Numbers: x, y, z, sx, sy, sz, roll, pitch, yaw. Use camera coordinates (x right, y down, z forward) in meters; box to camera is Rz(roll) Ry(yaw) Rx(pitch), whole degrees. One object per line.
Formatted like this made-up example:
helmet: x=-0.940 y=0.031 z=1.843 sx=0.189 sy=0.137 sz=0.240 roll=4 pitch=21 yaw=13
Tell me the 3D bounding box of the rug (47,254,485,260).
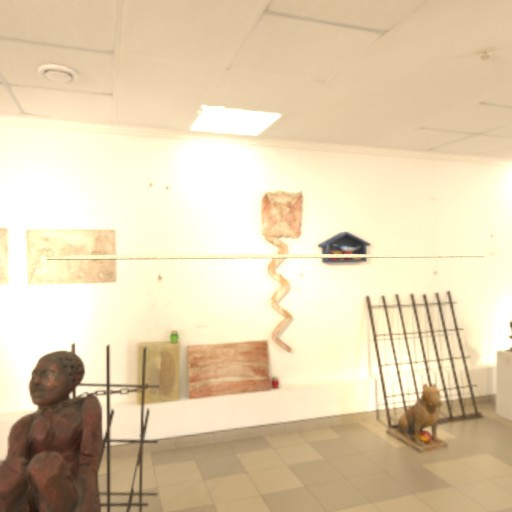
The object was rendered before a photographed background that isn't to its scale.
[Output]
rug: x=0.000 y=0.000 z=3.032 sx=2.439 sy=0.005 sz=1.524 roll=0 pitch=1 yaw=-19
